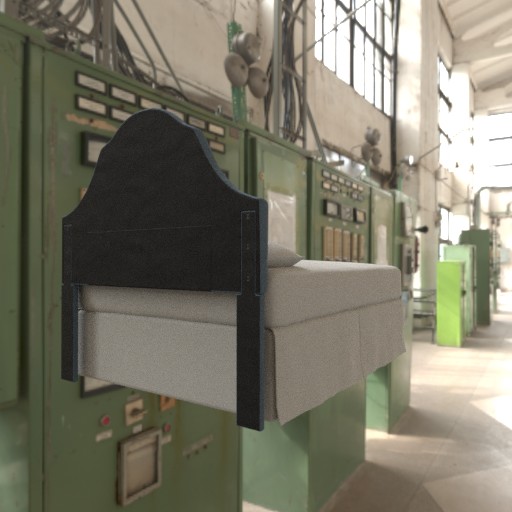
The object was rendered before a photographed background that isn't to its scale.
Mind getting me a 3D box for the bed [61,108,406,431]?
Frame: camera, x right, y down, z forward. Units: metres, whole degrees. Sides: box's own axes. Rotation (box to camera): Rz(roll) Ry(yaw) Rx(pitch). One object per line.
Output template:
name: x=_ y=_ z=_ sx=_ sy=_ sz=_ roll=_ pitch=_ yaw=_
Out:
bed: x=0.000 y=0.000 z=3.274 sx=1.636 sy=1.575 sz=2.155 roll=0 pitch=-1 yaw=34
